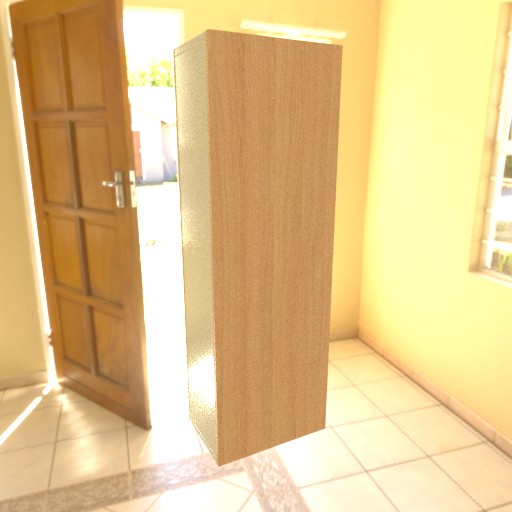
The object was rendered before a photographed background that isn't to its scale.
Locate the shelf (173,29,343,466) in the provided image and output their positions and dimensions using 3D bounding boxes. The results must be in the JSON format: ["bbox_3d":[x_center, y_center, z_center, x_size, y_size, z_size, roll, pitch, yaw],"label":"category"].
[{"bbox_3d":[0.000,0.000,1.017,0.290,0.882,0.197,-8,16,-27],"label":"shelf"}]
